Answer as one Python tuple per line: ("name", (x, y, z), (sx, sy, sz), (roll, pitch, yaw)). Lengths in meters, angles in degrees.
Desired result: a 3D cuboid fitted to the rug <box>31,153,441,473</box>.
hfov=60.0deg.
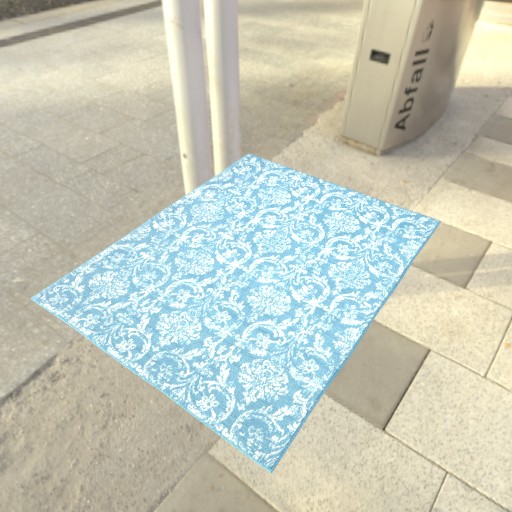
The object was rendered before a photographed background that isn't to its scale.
("rug", (0.000, 0.000, 3.984), (2.363, 0.012, 2.980), (25, 47, 26))
